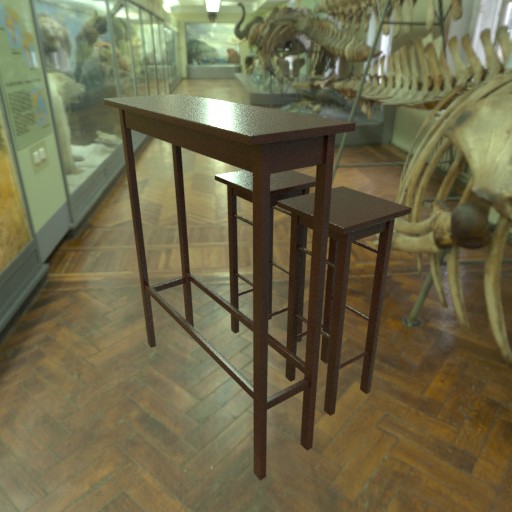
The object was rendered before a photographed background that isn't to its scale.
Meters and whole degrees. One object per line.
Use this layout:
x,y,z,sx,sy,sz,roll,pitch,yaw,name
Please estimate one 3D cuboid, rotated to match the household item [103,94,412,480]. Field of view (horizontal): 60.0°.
0.000,0.000,1.636,0.676,1.067,0.914,-17,30,-32,household item
